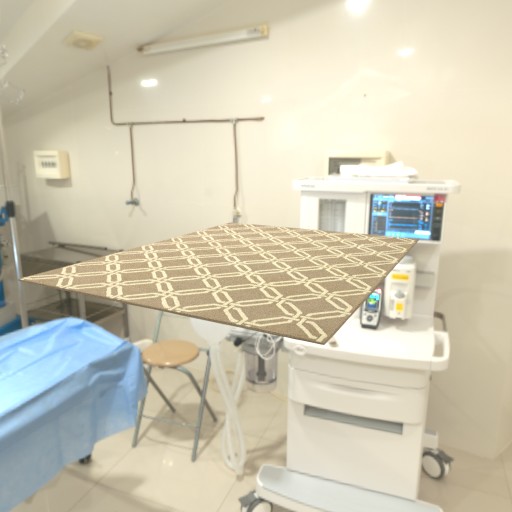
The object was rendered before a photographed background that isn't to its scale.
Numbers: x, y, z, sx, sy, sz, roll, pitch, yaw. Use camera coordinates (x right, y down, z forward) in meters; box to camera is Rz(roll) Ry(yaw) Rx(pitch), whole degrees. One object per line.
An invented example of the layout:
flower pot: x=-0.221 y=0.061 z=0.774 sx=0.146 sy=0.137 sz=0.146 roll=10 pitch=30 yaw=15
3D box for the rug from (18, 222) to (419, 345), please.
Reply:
rug: x=0.000 y=0.000 z=3.862 sx=2.288 sy=0.018 sz=2.895 roll=7 pitch=15 yaw=27
